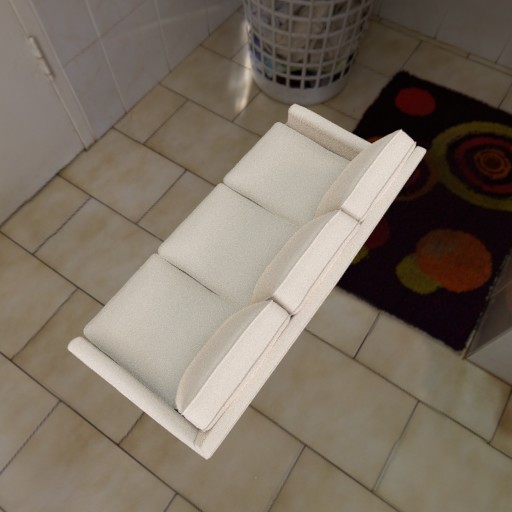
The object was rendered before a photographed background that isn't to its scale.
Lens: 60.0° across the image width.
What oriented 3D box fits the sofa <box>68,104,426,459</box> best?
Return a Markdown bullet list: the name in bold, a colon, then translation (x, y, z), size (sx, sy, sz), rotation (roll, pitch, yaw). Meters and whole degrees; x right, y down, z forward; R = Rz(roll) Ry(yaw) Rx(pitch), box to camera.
- **sofa**: translation (0.000, 0.000, 2.809), size (1.084, 1.003, 2.246), rotation (33, 68, 15)
